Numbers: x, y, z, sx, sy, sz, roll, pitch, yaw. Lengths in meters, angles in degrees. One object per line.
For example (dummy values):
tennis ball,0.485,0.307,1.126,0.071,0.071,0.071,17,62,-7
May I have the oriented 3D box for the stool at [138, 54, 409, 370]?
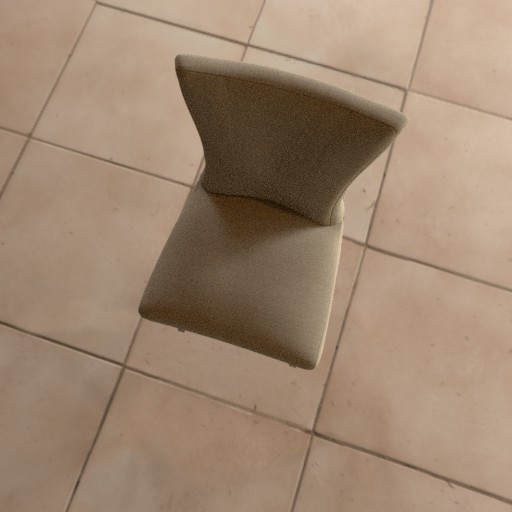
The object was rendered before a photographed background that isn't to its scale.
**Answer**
stool,0.000,0.000,1.378,0.514,1.086,0.574,17,77,4
